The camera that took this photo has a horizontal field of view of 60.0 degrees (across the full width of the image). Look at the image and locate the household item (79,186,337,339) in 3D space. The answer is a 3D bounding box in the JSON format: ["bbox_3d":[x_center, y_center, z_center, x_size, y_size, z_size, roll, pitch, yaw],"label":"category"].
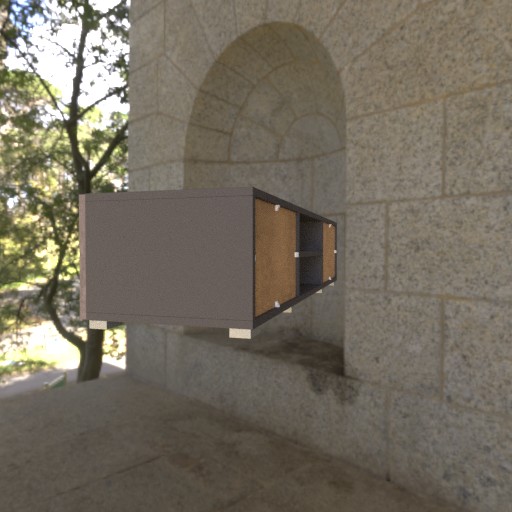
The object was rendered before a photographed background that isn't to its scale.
[{"bbox_3d":[0.000,0.000,1.627,0.420,0.310,1.400,0,1,17],"label":"household item"}]
